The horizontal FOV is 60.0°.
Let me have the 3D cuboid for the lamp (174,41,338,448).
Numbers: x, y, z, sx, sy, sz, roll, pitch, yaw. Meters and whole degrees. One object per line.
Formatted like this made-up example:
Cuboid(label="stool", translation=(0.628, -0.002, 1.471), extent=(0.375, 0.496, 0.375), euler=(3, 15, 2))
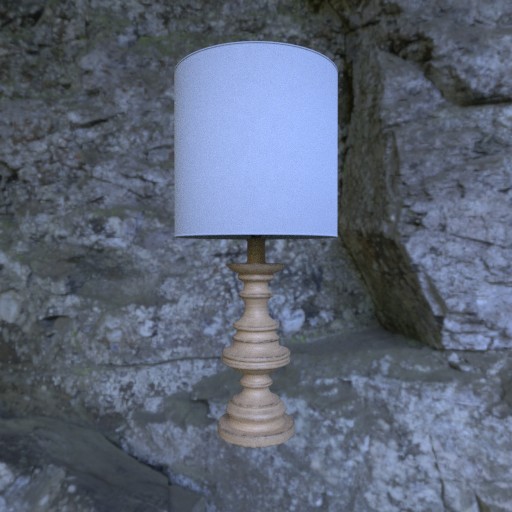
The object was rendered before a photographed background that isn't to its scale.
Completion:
Cuboid(label="lamp", translation=(0.000, 0.000, 0.574), extent=(0.208, 0.455, 0.208), euler=(0, 1, 19))
